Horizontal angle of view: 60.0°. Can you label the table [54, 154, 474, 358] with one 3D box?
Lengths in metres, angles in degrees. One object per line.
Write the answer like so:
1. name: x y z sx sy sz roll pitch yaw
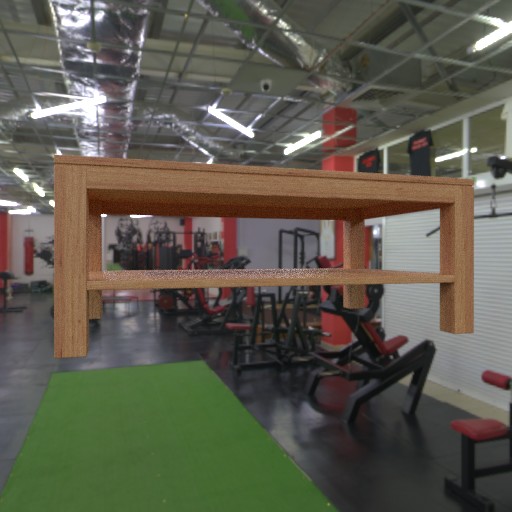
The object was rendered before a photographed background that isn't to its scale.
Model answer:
1. table: 0.000 0.000 1.486 1.146 0.457 0.695 0 0 -16
